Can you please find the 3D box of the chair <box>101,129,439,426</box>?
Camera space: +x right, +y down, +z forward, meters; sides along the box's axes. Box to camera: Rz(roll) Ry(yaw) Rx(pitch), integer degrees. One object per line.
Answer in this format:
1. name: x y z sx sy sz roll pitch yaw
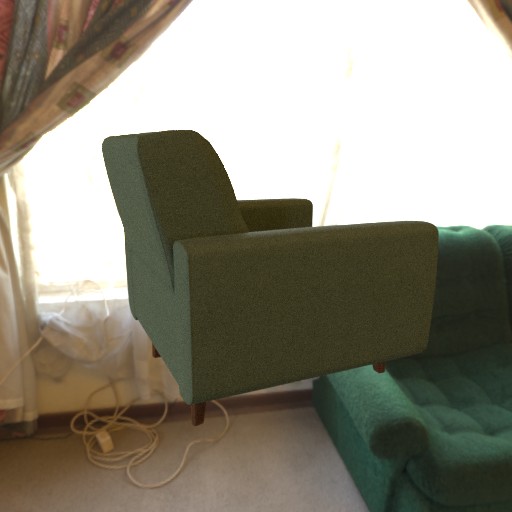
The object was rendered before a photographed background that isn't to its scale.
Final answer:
1. chair: 0.000 0.000 1.555 0.909 0.841 0.831 -7 15 -25
